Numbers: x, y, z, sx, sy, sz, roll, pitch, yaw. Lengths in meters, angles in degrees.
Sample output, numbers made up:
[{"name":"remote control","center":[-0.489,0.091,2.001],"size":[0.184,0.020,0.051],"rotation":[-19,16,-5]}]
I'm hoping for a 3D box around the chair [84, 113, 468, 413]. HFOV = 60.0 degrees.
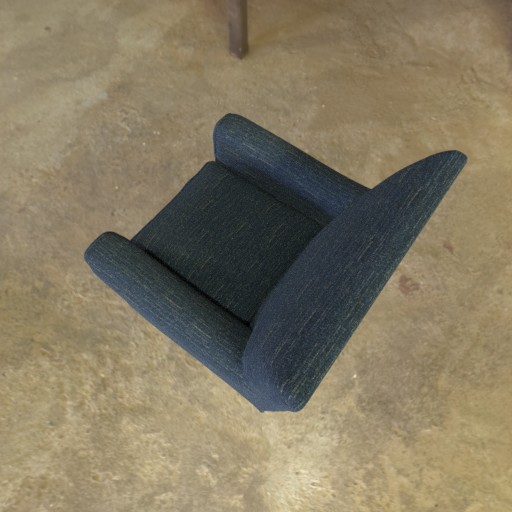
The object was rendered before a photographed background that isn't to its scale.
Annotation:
[{"name":"chair","center":[0.000,0.000,1.618],"size":[0.873,0.928,0.864],"rotation":[34,68,16]}]
